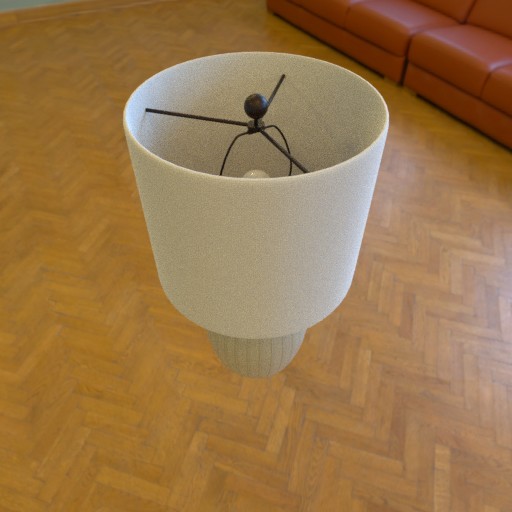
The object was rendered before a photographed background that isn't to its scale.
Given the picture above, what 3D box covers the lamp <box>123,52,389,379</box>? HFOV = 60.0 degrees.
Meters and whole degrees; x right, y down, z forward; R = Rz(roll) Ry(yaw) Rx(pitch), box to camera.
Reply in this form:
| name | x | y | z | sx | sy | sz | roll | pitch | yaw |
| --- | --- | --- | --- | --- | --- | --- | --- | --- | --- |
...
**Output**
| name | x | y | z | sx | sy | sz | roll | pitch | yaw |
| --- | --- | --- | --- | --- | --- | --- | --- | --- | --- |
| lamp | 0.000 | 0.000 | 0.751 | 0.329 | 0.570 | 0.329 | -22 | 50 | -20 |
